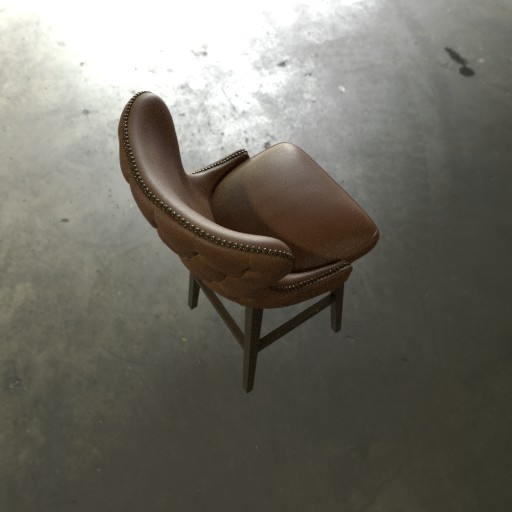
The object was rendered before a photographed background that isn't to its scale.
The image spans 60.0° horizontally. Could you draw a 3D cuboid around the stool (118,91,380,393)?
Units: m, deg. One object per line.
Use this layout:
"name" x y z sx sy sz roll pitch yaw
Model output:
"stool" 0.000 0.000 1.445 0.606 1.087 0.591 -30 64 -17
